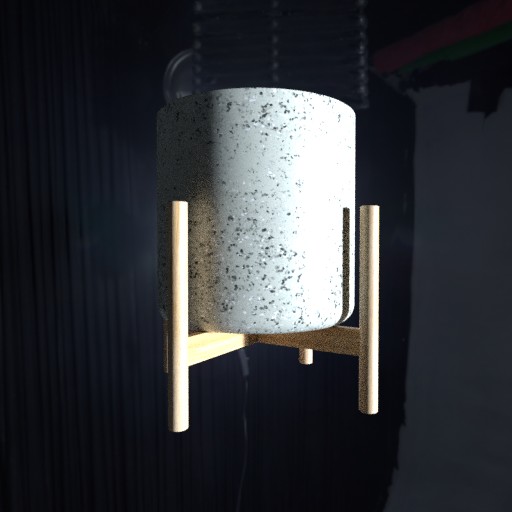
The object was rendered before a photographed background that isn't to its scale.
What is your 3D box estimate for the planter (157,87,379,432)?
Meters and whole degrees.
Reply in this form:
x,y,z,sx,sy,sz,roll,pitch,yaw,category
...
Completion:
x,y,z,sx,sy,sz,roll,pitch,yaw,category
0.000,0.000,0.698,0.360,0.419,0.360,-1,2,-35,planter
